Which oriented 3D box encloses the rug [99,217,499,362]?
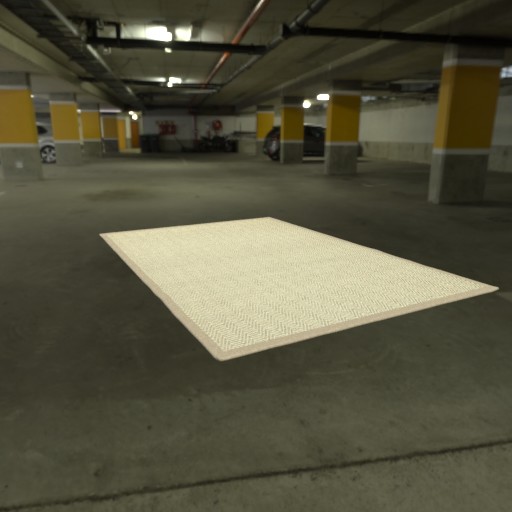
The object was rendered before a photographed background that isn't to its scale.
[{"bbox_3d":[0.000,0.000,2.842,1.540,0.021,2.290,-8,17,-27],"label":"rug"}]
